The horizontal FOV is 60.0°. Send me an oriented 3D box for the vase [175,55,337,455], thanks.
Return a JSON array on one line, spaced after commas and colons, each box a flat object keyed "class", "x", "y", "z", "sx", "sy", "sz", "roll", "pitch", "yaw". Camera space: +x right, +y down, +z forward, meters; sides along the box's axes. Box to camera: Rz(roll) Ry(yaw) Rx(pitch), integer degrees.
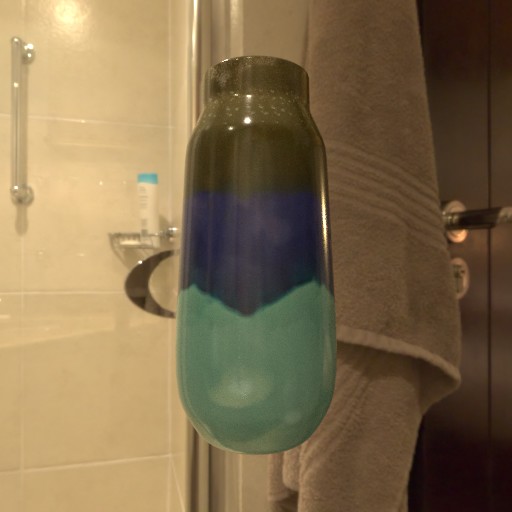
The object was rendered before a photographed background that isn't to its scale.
[{"class": "vase", "x": 0.000, "y": 0.000, "z": 0.387, "sx": 0.139, "sy": 0.313, "sz": 0.139, "roll": 0, "pitch": -1, "yaw": 0}]
